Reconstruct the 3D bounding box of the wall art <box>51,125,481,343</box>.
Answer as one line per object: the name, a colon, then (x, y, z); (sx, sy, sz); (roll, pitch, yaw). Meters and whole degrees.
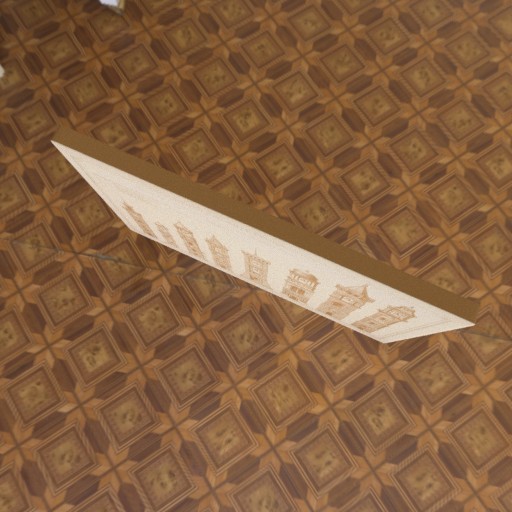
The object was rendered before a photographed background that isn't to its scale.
wall art: (0.000, 0.000, 0.484); (0.380, 0.254, 0.019); (24, 77, 6)
